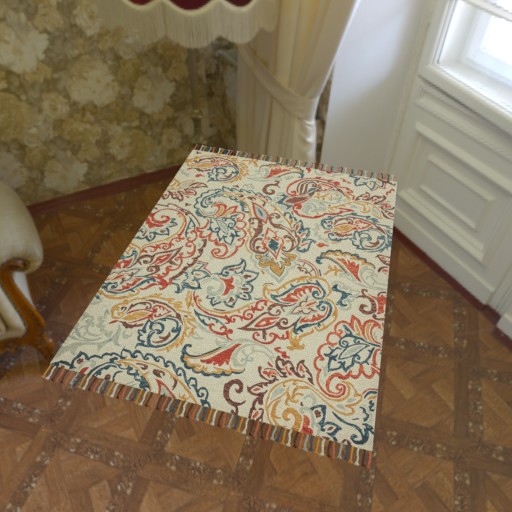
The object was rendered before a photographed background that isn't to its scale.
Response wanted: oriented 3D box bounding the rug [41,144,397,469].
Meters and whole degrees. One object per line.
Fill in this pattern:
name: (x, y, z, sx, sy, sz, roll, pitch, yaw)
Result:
rug: (0.000, 0.000, 4.178, 2.439, 0.015, 3.274, 11, 47, 11)
